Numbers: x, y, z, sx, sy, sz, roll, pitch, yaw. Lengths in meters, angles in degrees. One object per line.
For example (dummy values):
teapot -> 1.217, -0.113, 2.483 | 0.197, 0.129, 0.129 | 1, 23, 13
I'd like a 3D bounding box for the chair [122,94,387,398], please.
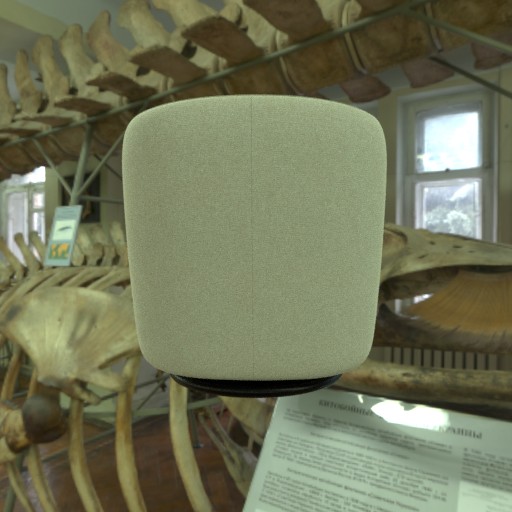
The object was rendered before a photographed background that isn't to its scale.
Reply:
chair -> 0.000, 0.000, 1.635 | 0.822, 0.861, 0.986 | 0, 1, 1
